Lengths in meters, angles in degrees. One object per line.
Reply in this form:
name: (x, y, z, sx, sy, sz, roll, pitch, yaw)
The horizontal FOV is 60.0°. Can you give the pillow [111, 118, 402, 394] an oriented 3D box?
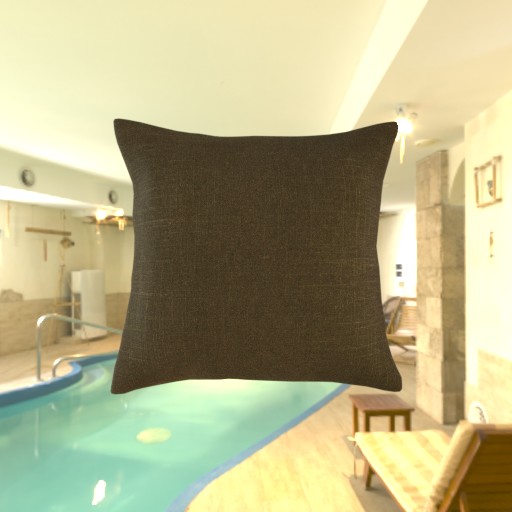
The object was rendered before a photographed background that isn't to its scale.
pillow: (0.000, 0.000, 0.714, 0.468, 0.444, 0.138, 0, -1, 0)
